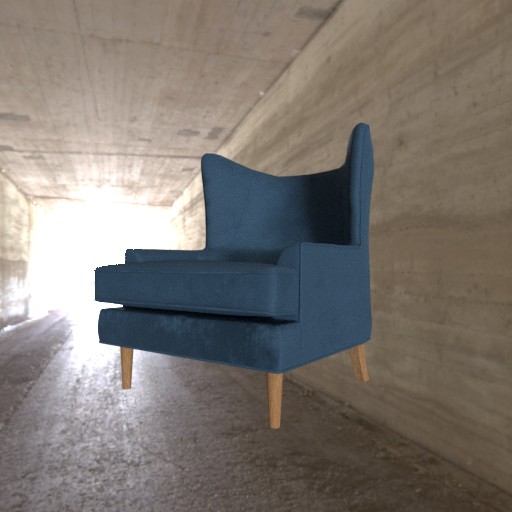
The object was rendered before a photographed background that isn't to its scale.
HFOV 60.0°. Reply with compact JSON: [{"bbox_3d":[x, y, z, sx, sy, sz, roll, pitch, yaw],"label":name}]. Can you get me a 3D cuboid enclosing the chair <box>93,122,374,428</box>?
[{"bbox_3d":[0.000,0.000,1.687,0.793,0.952,0.910,-1,-1,36],"label":"chair"}]
